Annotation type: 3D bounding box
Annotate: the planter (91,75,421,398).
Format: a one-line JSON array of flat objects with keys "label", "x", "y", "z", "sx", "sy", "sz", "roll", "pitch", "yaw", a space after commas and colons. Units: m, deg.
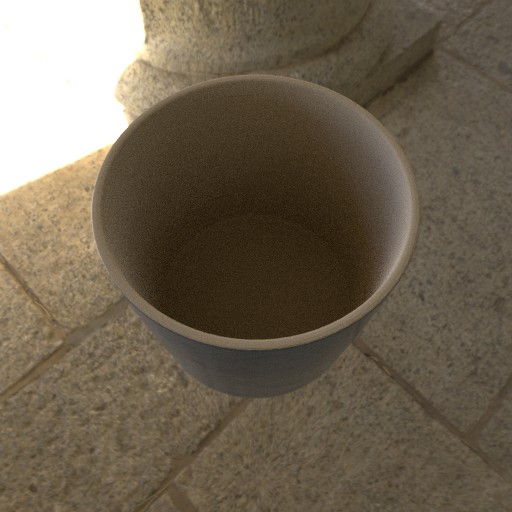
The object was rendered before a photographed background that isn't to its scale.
[{"label": "planter", "x": 0.000, "y": 0.000, "z": 0.391, "sx": 0.221, "sy": 0.201, "sz": 0.221, "roll": 0, "pitch": 63, "yaw": 0}]
